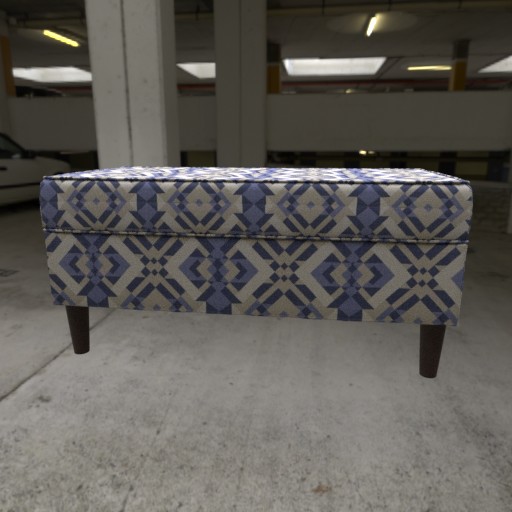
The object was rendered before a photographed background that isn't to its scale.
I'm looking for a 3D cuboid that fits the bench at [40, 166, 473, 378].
[{"bbox_3d":[0.000,0.000,1.278,1.016,0.477,0.492,2,14,8],"label":"bench"}]
